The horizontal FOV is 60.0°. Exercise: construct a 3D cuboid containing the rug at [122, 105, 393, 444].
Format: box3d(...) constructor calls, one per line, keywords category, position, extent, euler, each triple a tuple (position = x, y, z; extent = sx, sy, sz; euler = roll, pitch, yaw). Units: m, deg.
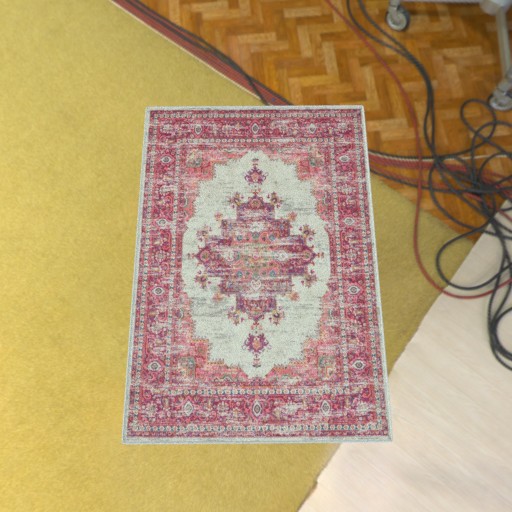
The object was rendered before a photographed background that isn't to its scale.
box3d(category="rug", position=(0.000, 0.000, 2.848), extent=(1.555, 0.011, 2.232), euler=(0, 74, 0))
